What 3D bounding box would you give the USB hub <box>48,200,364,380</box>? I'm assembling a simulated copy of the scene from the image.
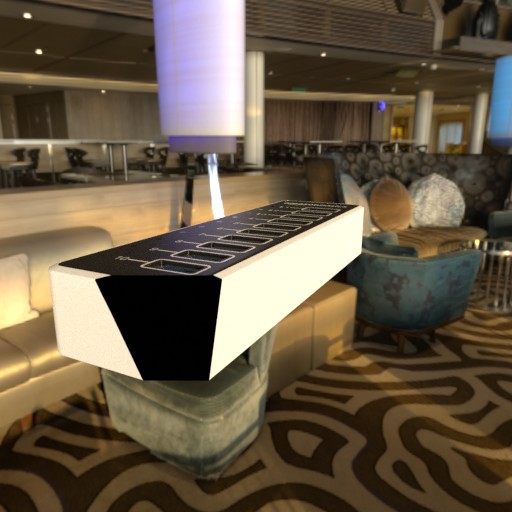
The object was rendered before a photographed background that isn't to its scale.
[{"bbox_3d":[0.000,0.000,0.163,0.044,0.023,0.145,7,16,26],"label":"USB hub"}]
